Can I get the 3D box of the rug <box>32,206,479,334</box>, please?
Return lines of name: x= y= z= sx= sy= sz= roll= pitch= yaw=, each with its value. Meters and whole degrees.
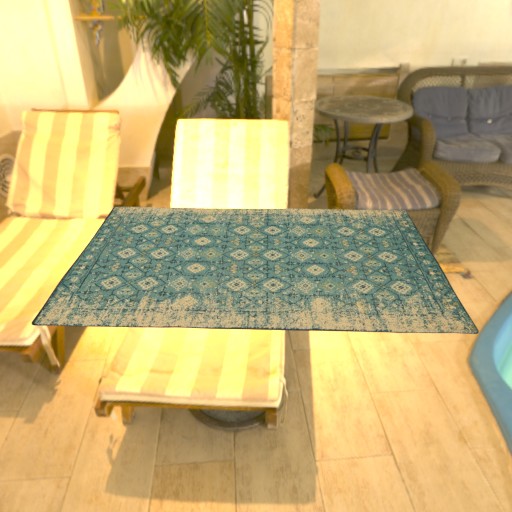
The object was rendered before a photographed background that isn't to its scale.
rug: x=0.000 y=0.000 z=3.054 sx=2.449 sy=0.015 sz=1.530 roll=1 pitch=31 yaw=1
